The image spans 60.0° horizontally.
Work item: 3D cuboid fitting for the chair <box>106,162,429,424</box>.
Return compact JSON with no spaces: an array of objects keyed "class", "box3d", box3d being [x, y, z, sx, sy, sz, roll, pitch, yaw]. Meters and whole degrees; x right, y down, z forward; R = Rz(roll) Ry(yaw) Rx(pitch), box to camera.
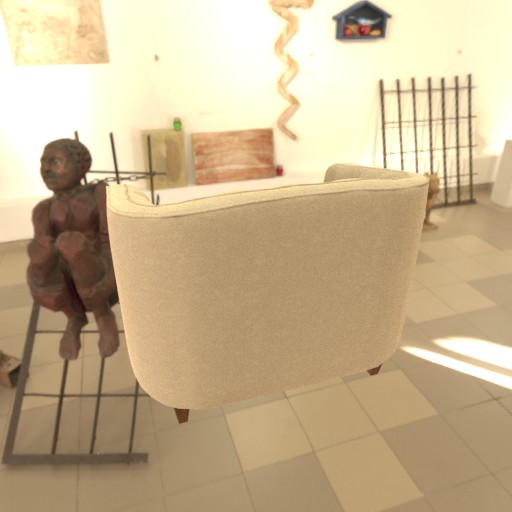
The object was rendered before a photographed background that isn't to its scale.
[{"class":"chair","box3d":[0.000,0.000,1.807,1.104,0.852,0.941,-9,29,-16]}]
